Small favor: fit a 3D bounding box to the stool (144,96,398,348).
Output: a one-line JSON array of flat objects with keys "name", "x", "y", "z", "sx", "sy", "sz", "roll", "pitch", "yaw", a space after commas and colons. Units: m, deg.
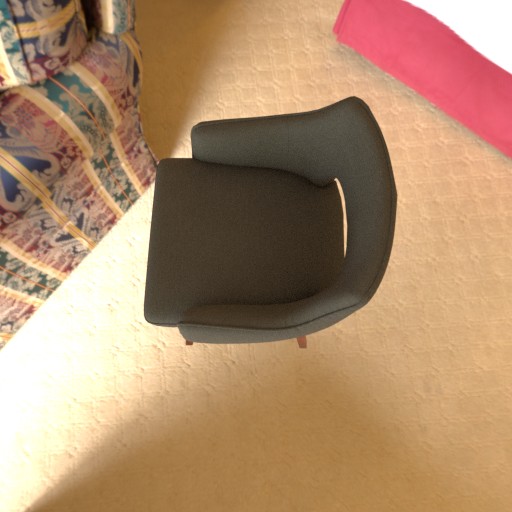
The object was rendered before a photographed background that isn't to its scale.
[{"name": "stool", "x": 0.000, "y": 0.000, "z": 1.330, "sx": 0.558, "sy": 1.012, "sz": 0.548, "roll": 1, "pitch": 75, "yaw": 0}]
